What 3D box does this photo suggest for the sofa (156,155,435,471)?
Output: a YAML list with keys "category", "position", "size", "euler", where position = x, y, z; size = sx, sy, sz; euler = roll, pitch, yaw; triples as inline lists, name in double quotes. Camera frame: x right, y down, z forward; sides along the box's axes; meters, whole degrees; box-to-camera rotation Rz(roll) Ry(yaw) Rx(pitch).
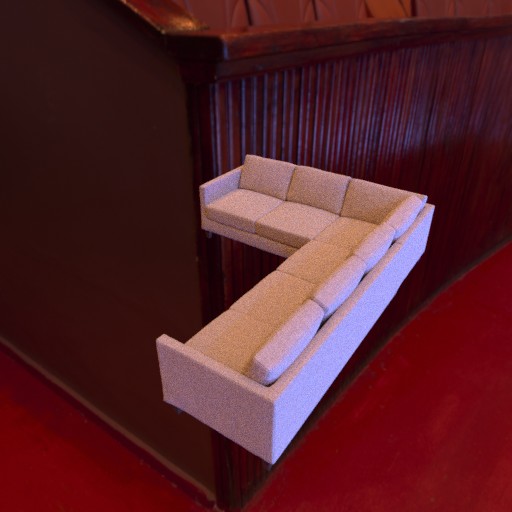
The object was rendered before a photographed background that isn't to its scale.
- category: "sofa"
  position: [0.000, 0.000, 4.258]
  size: [2.432, 0.863, 3.182]
  euler: [20, 36, 29]
